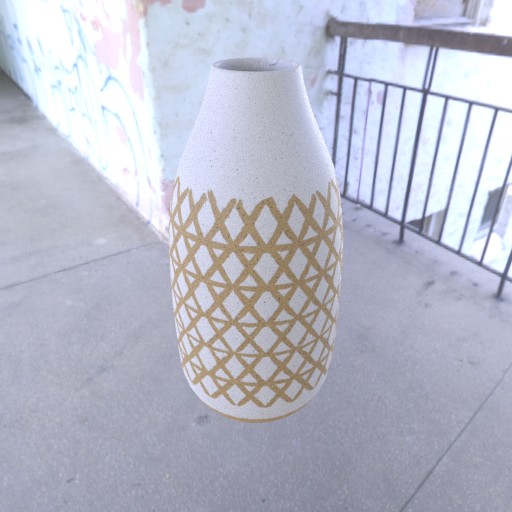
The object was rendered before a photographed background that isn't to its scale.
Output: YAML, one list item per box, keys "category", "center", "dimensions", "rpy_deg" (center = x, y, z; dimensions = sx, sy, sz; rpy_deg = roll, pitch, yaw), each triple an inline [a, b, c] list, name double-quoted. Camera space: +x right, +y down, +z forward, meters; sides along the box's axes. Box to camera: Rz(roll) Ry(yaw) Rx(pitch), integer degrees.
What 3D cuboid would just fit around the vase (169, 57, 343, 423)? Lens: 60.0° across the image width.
- category: "vase"
  center: [0.000, 0.000, 0.472]
  dimensions: [0.186, 0.380, 0.186]
  rpy_deg: [0, 32, 0]
